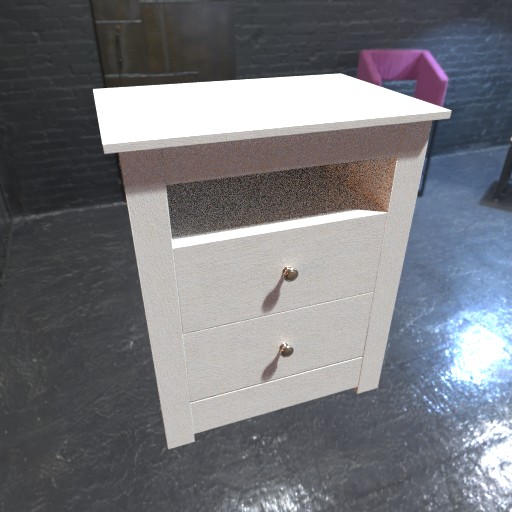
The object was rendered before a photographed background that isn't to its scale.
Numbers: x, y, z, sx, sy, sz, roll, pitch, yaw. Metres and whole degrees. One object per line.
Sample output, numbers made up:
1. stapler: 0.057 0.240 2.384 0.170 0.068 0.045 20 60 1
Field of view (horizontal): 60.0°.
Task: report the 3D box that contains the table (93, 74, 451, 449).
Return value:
1. table: 0.000 0.000 1.043 0.589 0.711 0.406 -10 33 -16
